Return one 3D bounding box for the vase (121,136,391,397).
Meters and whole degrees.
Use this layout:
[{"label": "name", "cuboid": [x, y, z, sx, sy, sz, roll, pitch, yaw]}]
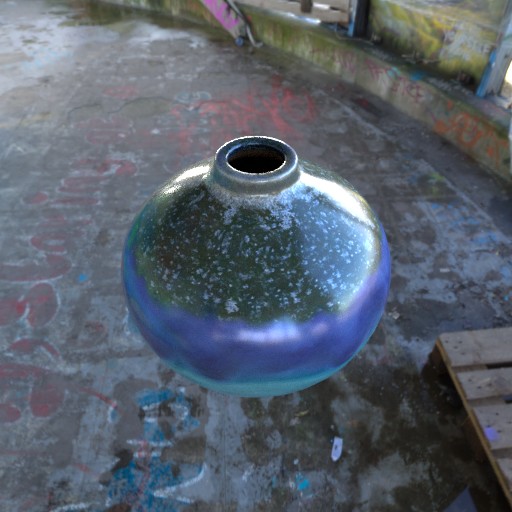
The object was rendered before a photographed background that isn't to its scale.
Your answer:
[{"label": "vase", "cuboid": [0.000, 0.000, 0.257, 0.154, 0.133, 0.154, 0, 44, 0]}]
